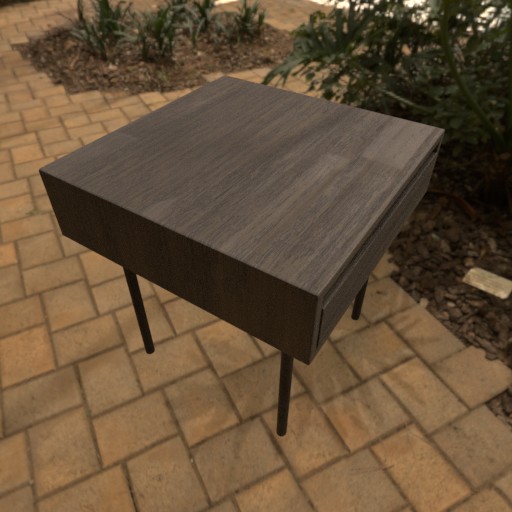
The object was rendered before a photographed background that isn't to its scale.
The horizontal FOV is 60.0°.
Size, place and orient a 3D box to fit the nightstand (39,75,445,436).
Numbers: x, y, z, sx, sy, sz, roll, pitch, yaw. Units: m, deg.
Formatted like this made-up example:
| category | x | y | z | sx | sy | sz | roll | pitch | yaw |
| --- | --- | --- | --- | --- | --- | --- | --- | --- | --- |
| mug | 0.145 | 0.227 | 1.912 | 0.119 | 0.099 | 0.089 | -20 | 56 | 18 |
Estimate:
| category | x | y | z | sx | sy | sz | roll | pitch | yaw |
| --- | --- | --- | --- | --- | --- | --- | --- | --- | --- |
| nightstand | 0.000 | 0.000 | 0.923 | 0.503 | 0.497 | 0.502 | 24 | 47 | 24 |
